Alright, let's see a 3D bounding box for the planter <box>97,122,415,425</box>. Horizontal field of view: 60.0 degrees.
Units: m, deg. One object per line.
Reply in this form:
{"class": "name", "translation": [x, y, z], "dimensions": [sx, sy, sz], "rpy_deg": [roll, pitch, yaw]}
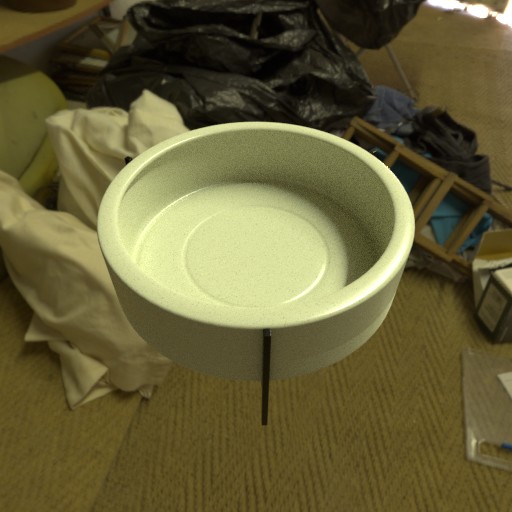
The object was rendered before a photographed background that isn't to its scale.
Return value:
{"class": "planter", "translation": [0.000, 0.000, 0.536], "dimensions": [0.336, 0.171, 0.345], "rpy_deg": [-2, 46, -2]}
